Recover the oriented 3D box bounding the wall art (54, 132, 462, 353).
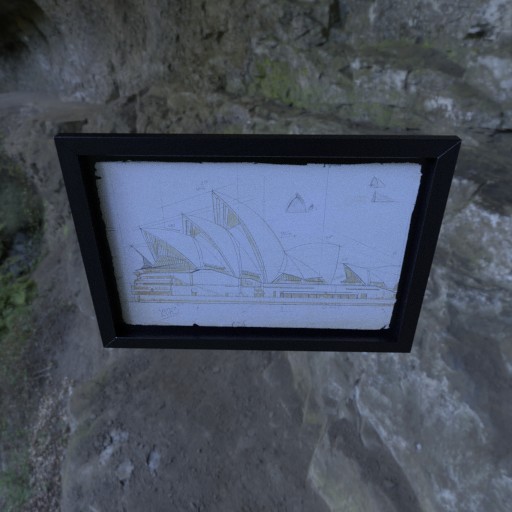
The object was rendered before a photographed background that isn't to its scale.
[{"bbox_3d":[0.000,0.000,0.841,0.657,0.458,0.027,1,31,1],"label":"wall art"}]
